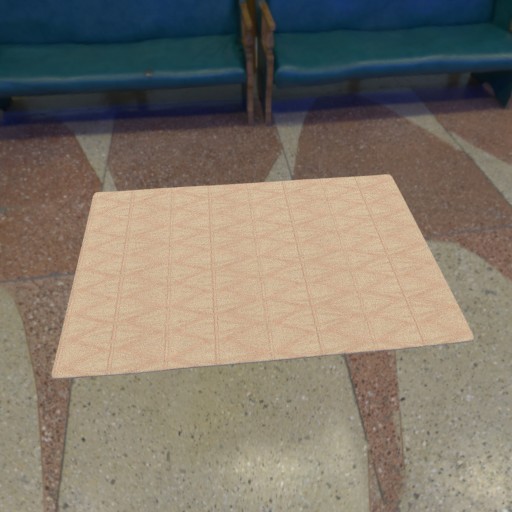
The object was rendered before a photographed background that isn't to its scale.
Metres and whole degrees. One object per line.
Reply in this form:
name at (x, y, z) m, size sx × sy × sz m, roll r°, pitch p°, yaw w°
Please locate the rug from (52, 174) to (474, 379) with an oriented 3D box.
rug at (0.000, 0.000, 3.007) m, size 2.390 × 0.015 × 1.609 m, roll -4°, pitch 47°, yaw -4°
